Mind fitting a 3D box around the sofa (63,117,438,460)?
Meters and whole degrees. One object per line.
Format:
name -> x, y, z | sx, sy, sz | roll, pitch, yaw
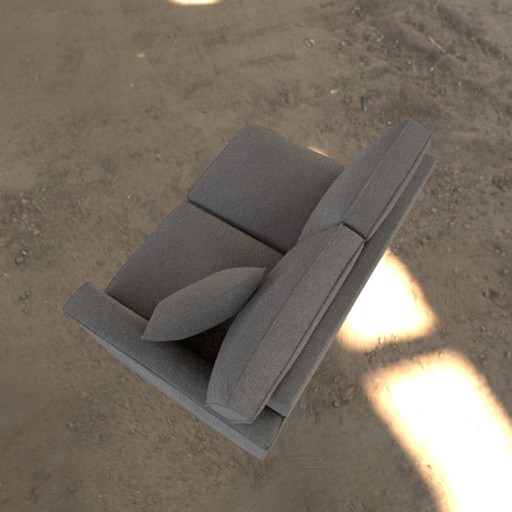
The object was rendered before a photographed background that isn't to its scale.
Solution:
sofa -> 0.000, 0.000, 2.036 | 0.991, 0.989, 1.388 | 30, 66, 15
